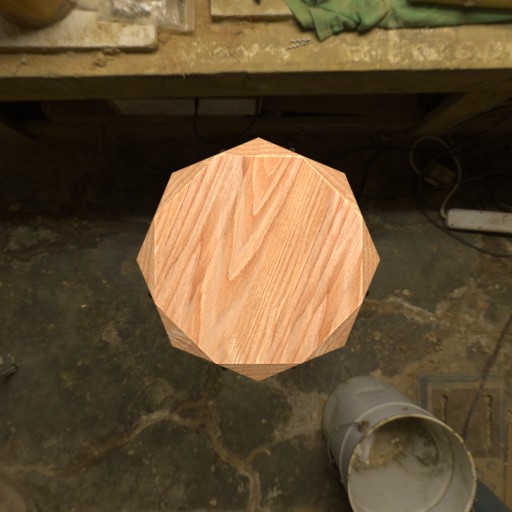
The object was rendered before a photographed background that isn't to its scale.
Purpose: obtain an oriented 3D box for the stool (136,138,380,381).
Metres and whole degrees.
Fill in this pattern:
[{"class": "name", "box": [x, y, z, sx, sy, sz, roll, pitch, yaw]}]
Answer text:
[{"class": "stool", "box": [0.000, 0.000, 0.803, 0.326, 0.610, 0.326, 0, 90, -1]}]
